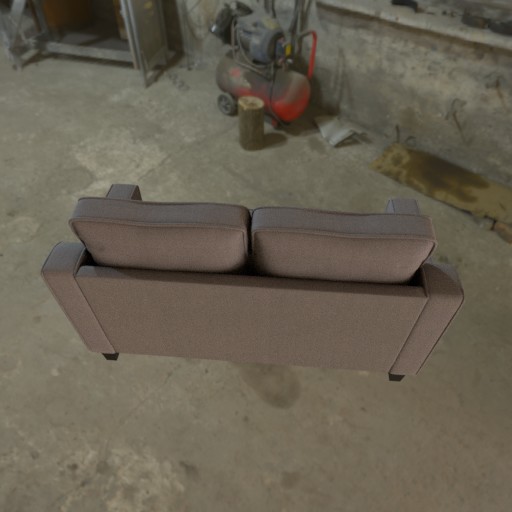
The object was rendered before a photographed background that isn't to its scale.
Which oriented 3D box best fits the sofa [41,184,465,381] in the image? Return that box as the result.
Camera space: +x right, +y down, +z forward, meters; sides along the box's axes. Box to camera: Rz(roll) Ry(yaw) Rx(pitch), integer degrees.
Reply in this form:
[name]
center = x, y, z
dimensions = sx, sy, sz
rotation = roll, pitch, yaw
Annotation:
[sofa]
center = 0.000, 0.000, 2.002
dimensions = 1.500, 0.948, 0.791
rotation = 3, 46, 3
